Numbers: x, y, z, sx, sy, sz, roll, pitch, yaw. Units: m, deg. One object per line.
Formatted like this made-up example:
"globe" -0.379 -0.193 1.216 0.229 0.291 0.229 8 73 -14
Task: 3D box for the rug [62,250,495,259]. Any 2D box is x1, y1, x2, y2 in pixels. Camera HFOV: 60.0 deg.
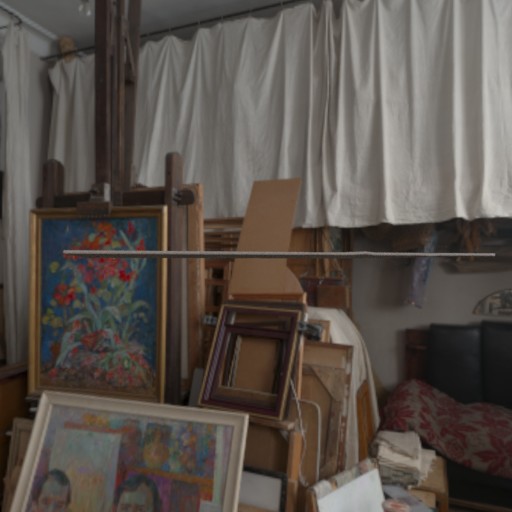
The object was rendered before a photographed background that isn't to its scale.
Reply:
"rug" 0.000 0.000 4.013 3.007 0.032 2.434 0 -1 -18
